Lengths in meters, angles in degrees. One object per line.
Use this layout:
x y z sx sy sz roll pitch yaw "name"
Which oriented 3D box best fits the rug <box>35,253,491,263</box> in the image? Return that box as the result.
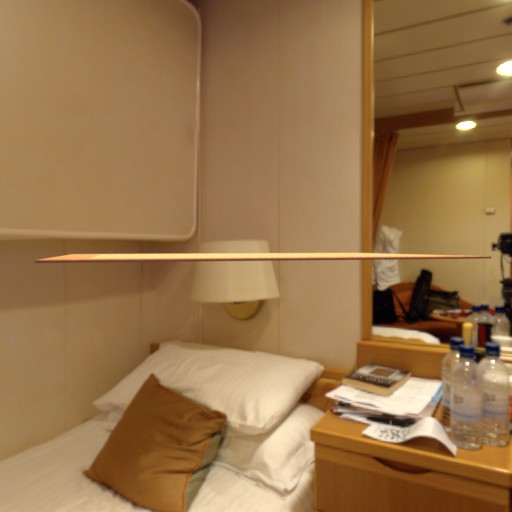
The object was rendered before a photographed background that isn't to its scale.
0.000 0.000 2.976 2.438 0.014 1.524 0 1 -17 "rug"
